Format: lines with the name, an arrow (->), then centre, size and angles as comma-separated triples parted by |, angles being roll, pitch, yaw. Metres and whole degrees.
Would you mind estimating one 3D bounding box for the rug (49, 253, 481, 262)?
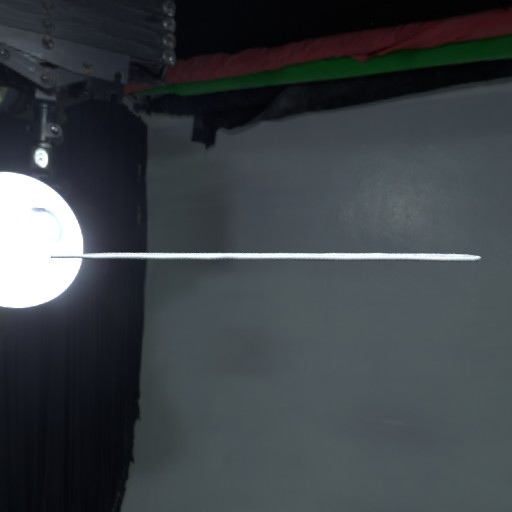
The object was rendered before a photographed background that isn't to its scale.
rug -> 0.000, 0.000, 2.740 | 2.381, 0.035, 0.832 | 0, 1, 17
